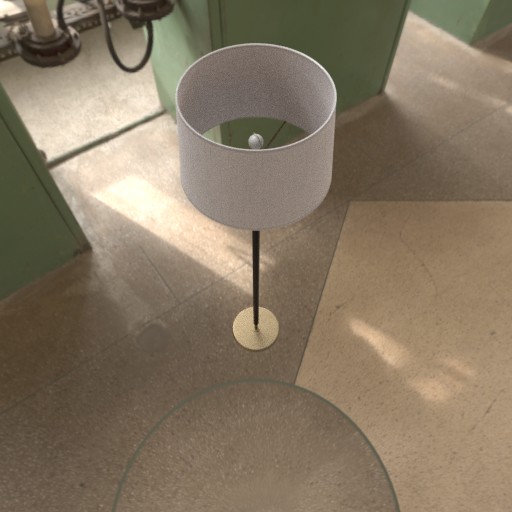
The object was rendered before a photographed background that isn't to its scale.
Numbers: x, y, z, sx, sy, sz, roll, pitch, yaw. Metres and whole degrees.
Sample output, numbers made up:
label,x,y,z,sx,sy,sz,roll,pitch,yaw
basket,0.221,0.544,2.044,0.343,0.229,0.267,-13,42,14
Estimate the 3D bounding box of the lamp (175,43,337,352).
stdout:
label,x,y,z,sx,sy,sz,roll,pitch,yaw
lamp,0.000,0.000,1.634,0.420,1.447,0.420,0,59,0
